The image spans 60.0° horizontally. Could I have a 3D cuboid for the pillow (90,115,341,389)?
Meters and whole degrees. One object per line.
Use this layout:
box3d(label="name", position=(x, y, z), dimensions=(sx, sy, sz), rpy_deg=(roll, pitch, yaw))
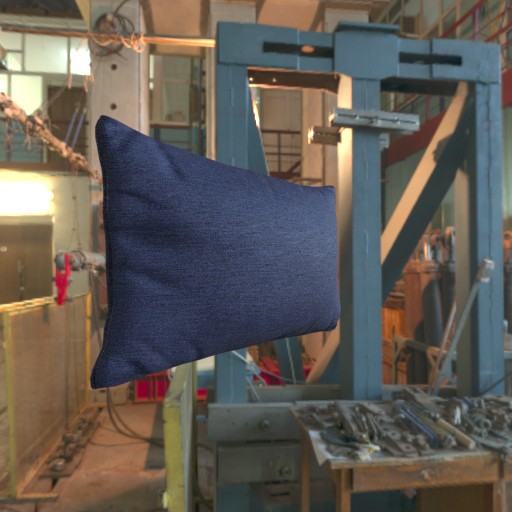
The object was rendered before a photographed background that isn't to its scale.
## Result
box3d(label="pillow", position=(0.000, 0.000, 0.787), dimensions=(0.210, 0.338, 0.633), rpy_deg=(-1, -1, 37))
